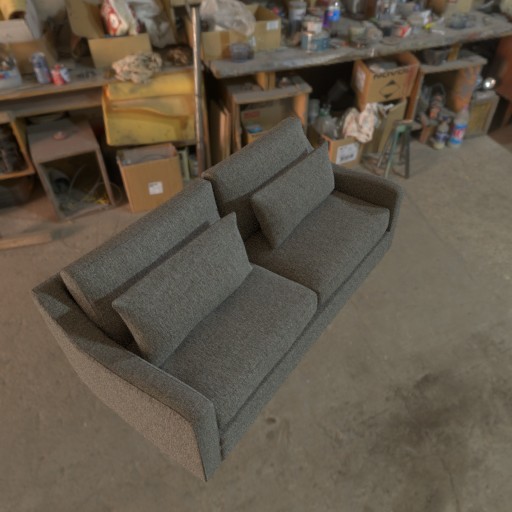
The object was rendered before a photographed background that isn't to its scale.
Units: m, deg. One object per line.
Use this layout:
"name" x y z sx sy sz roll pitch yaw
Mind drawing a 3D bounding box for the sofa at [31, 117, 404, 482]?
"sofa" 0.000 0.000 2.934 1.103 0.998 2.418 27 49 26
